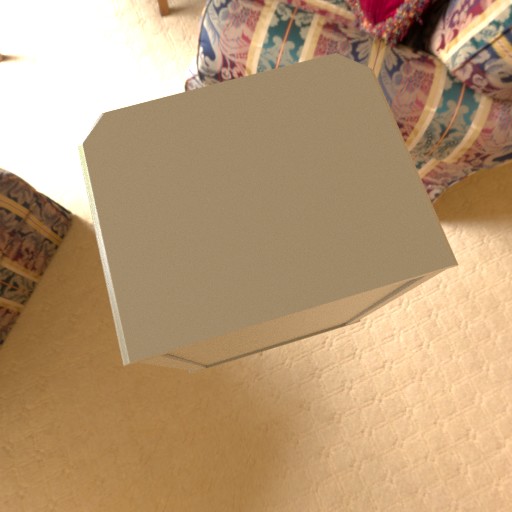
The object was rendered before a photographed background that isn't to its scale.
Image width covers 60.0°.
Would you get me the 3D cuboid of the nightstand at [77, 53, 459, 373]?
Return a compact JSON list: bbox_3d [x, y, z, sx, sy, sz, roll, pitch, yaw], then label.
[{"bbox_3d":[0.000,0.000,0.905,0.435,0.680,0.348,-16,75,-4],"label":"nightstand"}]
